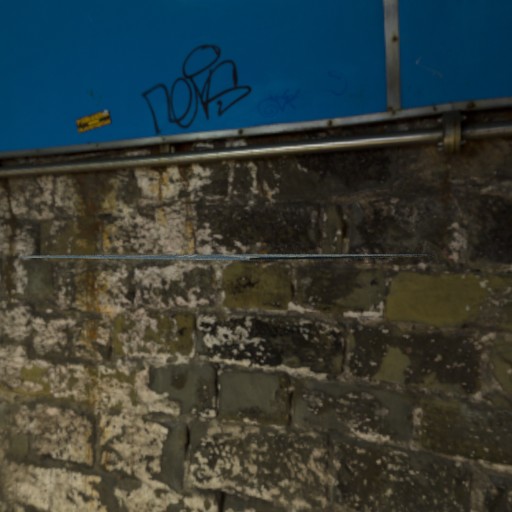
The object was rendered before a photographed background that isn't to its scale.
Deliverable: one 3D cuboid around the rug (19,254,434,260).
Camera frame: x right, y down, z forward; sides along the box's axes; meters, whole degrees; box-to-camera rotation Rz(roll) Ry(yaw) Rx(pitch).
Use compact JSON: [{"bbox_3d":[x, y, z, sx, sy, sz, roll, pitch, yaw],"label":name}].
[{"bbox_3d":[0.000,0.000,4.291,2.432,0.018,3.342,0,1,37],"label":"rug"}]
